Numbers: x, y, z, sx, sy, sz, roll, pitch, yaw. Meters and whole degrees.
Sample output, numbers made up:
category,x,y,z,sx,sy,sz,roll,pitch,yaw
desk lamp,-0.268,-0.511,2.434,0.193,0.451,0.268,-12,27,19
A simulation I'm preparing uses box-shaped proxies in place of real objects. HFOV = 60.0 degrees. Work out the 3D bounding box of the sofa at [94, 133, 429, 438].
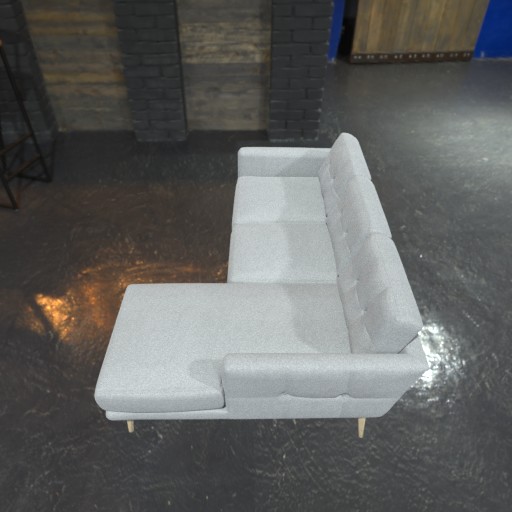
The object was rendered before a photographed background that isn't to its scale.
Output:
category,x,y,z,sx,sy,sz,roll,pitch,yaw
sofa,0.000,0.000,2.820,1.530,0.860,2.040,0,42,0
